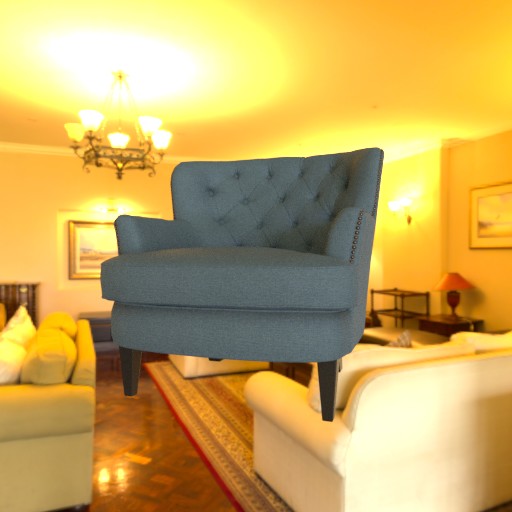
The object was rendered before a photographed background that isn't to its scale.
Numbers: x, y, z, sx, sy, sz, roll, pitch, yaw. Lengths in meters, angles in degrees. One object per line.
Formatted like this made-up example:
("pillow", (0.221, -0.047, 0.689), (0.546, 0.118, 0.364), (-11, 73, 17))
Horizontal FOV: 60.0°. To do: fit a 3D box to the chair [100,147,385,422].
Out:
("chair", (0.000, 0.000, 1.559), (0.848, 0.868, 0.906), (0, 0, 19))
